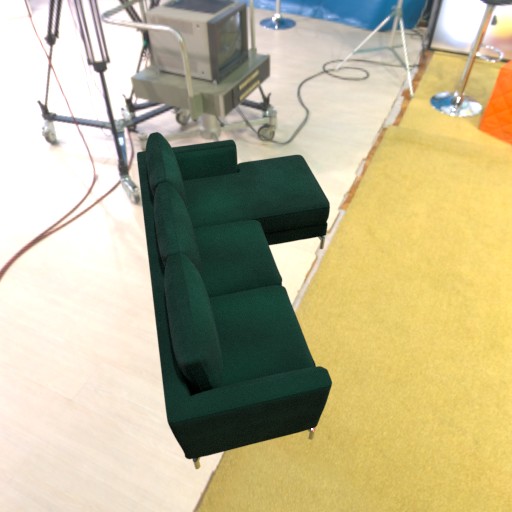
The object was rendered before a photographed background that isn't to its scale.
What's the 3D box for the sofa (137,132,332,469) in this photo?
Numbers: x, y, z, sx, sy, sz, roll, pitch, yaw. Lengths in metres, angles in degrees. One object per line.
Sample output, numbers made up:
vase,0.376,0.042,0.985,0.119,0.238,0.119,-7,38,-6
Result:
sofa,0.000,0.000,3.240,1.489,1.007,2.441,-10,47,-10
